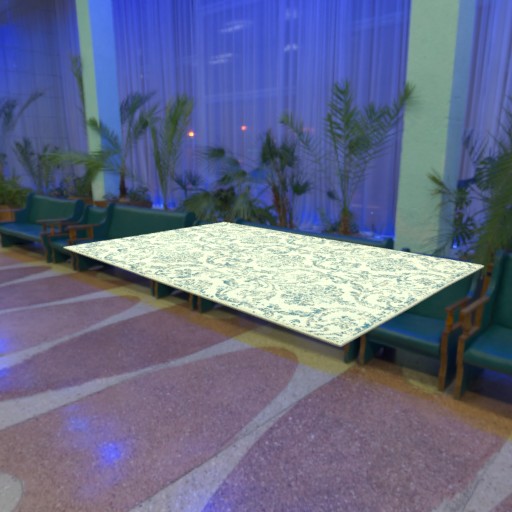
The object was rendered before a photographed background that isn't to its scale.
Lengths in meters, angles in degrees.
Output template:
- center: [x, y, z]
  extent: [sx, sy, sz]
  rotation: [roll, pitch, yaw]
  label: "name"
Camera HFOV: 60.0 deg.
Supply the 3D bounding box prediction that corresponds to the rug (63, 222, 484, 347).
- center: [0.000, 0.000, 3.432]
  extent: [2.746, 0.018, 1.819]
  rotation: [13, 19, 42]
  label: "rug"
